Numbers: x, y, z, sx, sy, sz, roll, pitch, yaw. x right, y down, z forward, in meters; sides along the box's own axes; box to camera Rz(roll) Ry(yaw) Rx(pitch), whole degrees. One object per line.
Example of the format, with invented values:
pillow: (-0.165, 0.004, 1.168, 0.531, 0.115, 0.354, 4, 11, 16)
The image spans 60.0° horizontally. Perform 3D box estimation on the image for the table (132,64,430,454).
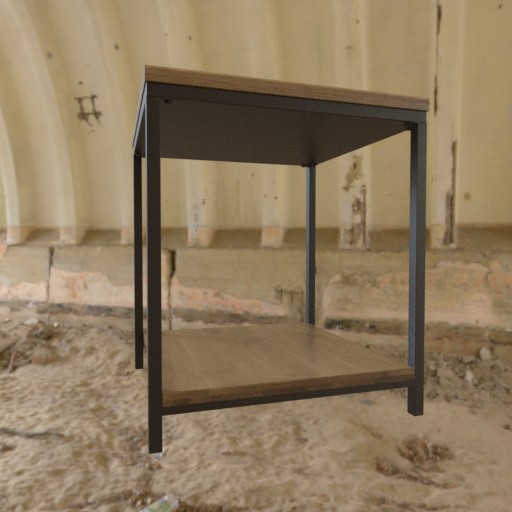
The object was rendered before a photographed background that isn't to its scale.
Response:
table: (0.000, 0.000, 0.983, 0.507, 0.589, 0.503, -1, 2, -18)
